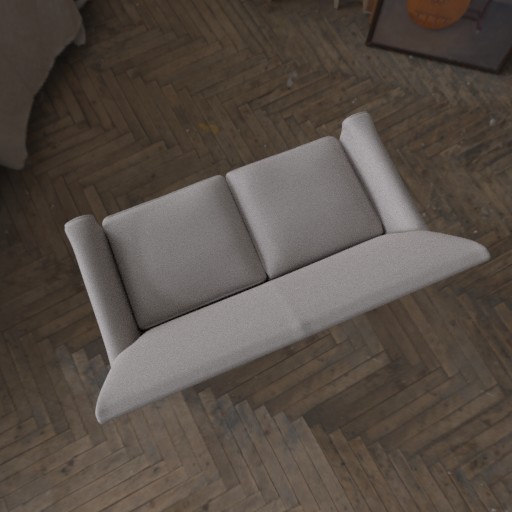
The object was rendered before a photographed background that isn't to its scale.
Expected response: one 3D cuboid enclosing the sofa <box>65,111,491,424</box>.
[{"bbox_3d":[0.000,0.000,2.045,1.482,0.890,0.888,-22,76,-6],"label":"sofa"}]
